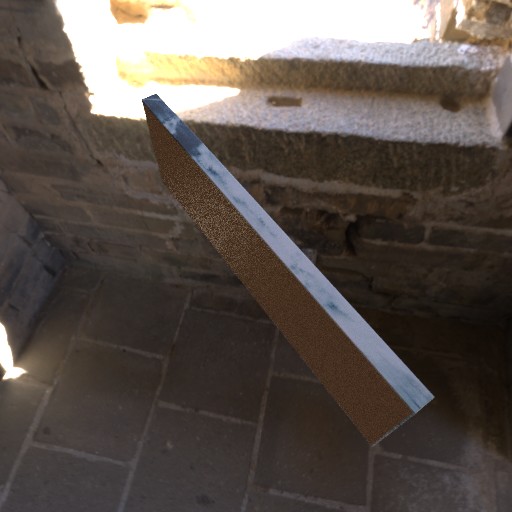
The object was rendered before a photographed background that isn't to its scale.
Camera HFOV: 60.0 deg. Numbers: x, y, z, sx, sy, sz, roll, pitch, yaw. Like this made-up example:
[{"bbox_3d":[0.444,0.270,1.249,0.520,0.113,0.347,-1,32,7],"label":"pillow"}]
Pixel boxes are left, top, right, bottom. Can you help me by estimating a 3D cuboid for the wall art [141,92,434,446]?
[{"bbox_3d":[0.000,0.000,0.848,0.037,0.251,0.759,-31,63,-18],"label":"wall art"}]
